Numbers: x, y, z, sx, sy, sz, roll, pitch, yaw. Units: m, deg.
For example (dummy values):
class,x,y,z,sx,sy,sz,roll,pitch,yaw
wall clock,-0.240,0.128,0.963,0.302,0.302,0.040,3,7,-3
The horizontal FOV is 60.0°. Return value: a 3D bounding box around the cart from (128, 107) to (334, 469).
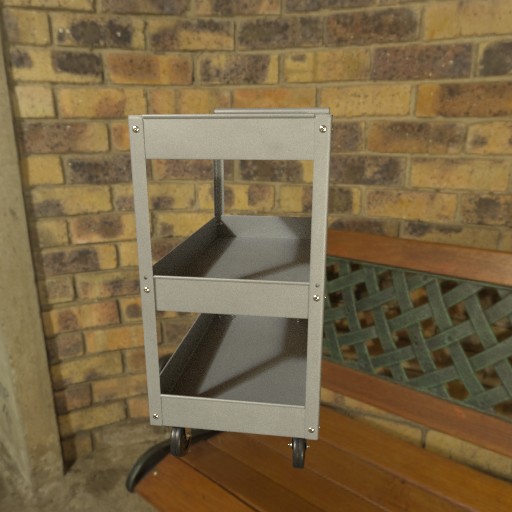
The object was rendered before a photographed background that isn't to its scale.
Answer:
class,x,y,z,sx,sy,sz,roll,pitch,yaw
cart,0.000,0.000,1.170,0.366,0.780,0.719,2,16,8
